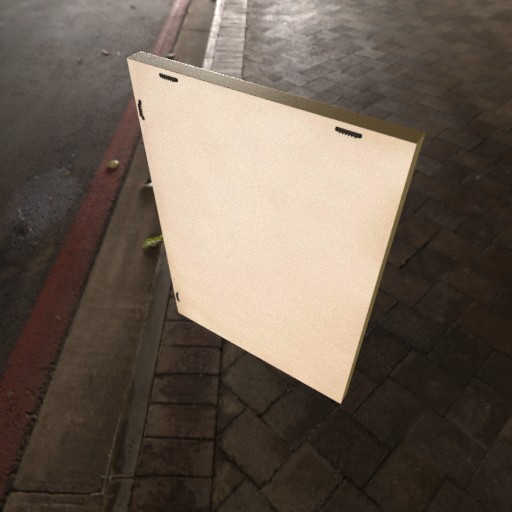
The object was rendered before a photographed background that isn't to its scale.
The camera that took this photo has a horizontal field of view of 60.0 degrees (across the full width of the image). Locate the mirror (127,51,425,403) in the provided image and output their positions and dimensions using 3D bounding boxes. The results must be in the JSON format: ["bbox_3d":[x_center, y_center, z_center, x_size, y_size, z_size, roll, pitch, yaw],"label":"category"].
[{"bbox_3d":[0.000,0.000,0.922,0.507,0.710,0.040,25,50,22],"label":"mirror"}]
